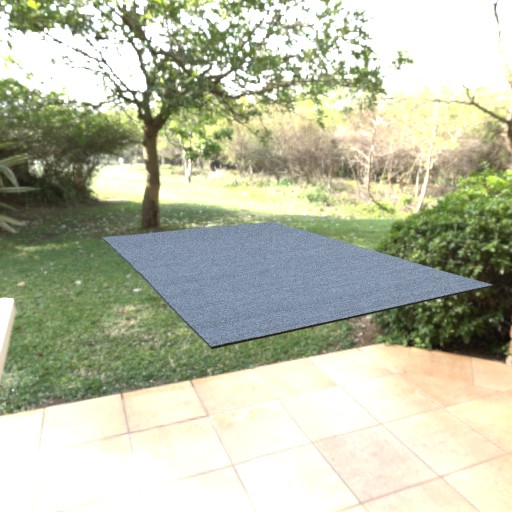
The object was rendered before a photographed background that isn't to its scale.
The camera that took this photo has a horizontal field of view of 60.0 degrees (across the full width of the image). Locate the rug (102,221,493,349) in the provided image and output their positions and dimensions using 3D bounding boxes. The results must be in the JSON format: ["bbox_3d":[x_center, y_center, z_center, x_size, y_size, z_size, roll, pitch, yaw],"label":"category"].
[{"bbox_3d":[0.000,0.000,2.984,1.616,0.030,2.338,-7,16,-27],"label":"rug"}]
